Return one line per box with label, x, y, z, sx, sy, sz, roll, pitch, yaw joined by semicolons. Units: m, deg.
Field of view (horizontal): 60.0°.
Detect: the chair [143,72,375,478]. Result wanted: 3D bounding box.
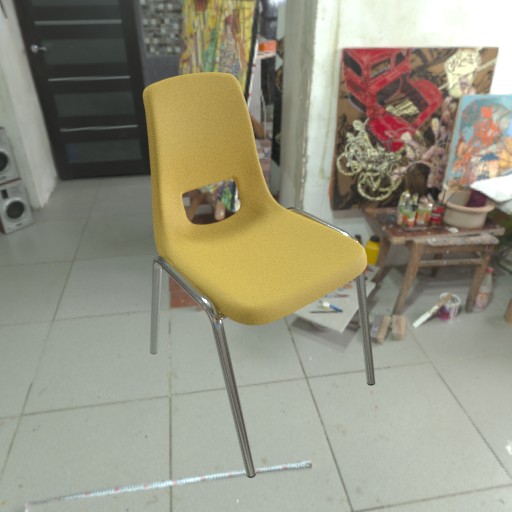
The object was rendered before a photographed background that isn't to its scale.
chair;0.000;0.000;0.917;0.381;0.653;0.436;-23;39;-32
